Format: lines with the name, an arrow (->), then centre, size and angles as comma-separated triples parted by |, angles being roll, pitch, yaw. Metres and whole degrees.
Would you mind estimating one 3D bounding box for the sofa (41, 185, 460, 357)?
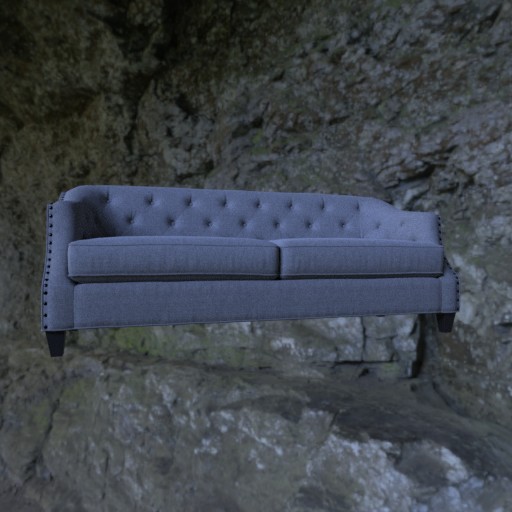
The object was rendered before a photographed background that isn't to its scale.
sofa -> 0.000, 0.000, 2.678 | 2.235, 0.901, 0.914 | 0, 0, -17
